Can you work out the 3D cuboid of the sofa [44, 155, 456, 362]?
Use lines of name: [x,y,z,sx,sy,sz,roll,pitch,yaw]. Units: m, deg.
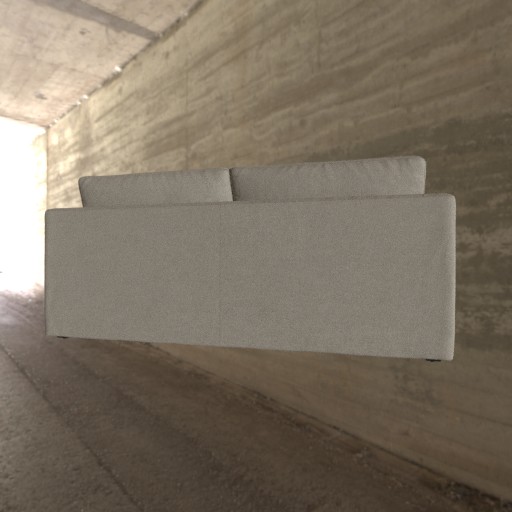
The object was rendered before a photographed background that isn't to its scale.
sofa: [0.000,0.000,2.449,1.905,0.839,1.091,0,0,17]
